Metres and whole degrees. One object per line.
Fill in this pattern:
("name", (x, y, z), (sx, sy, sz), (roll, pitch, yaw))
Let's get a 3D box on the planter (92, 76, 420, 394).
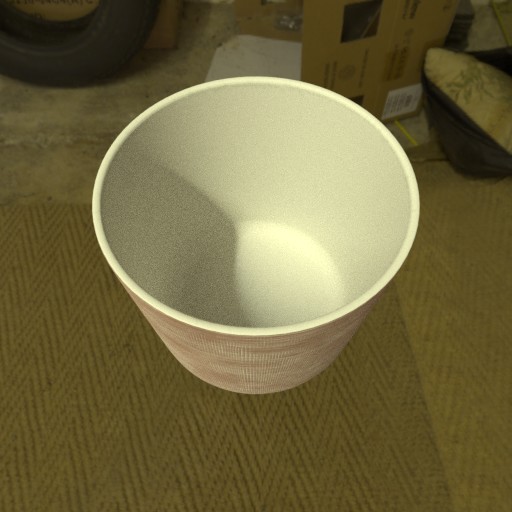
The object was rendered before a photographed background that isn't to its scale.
("planter", (0.000, 0.000, 0.775), (0.440, 0.398, 0.440), (0, 60, 0))
